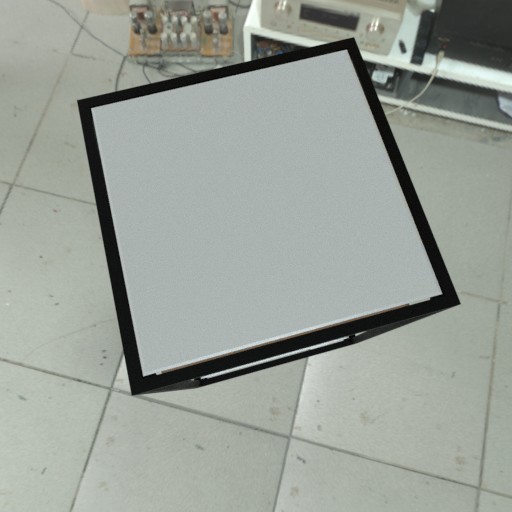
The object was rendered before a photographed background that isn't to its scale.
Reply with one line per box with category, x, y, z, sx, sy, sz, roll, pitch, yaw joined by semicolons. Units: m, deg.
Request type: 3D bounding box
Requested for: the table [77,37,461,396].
table;0.000;0.000;0.796;0.378;0.540;0.378;-15;75;-4
